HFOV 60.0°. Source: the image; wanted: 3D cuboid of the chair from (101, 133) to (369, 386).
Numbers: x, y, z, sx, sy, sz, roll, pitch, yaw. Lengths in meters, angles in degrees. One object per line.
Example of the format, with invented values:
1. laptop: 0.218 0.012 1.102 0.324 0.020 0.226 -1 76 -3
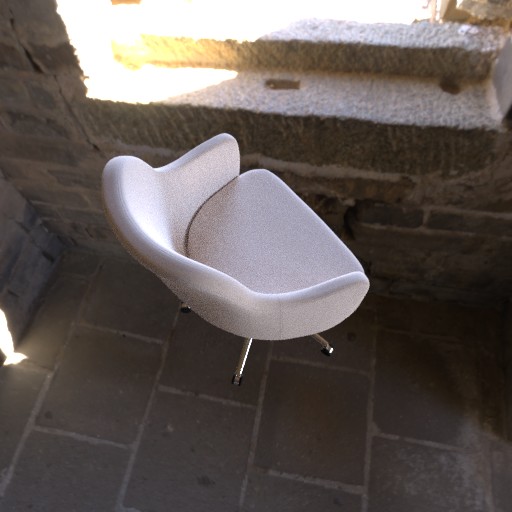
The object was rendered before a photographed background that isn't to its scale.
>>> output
1. chair: 0.000 0.000 1.272 0.647 0.819 0.602 -32 65 -17
